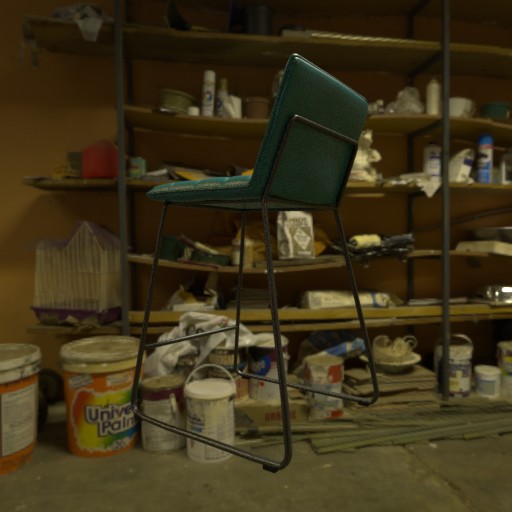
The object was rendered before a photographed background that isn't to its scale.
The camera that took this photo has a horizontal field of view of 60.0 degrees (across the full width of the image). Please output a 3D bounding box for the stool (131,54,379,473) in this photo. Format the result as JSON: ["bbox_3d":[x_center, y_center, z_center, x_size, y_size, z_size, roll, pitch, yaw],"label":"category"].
[{"bbox_3d":[0.000,0.000,1.220,0.524,0.866,0.489,1,2,37],"label":"stool"}]
